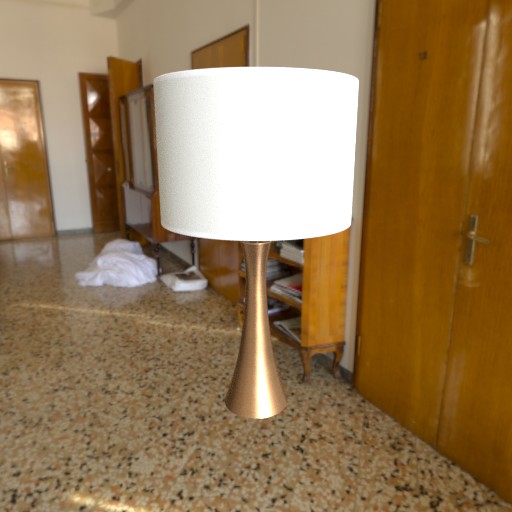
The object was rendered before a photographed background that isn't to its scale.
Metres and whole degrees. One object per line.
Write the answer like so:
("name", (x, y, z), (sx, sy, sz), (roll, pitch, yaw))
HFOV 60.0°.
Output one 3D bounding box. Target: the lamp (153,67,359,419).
("lamp", (0.000, 0.000, 0.653), (0.268, 0.479, 0.268), (7, 16, 25))
